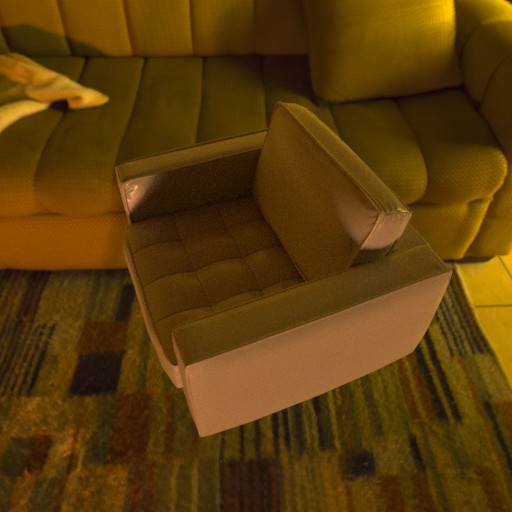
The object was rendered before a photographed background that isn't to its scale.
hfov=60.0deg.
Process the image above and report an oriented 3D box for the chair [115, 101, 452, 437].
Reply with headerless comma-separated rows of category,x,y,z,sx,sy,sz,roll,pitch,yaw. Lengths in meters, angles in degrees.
chair,0.000,0.000,1.540,0.843,0.773,0.928,-17,49,-16
